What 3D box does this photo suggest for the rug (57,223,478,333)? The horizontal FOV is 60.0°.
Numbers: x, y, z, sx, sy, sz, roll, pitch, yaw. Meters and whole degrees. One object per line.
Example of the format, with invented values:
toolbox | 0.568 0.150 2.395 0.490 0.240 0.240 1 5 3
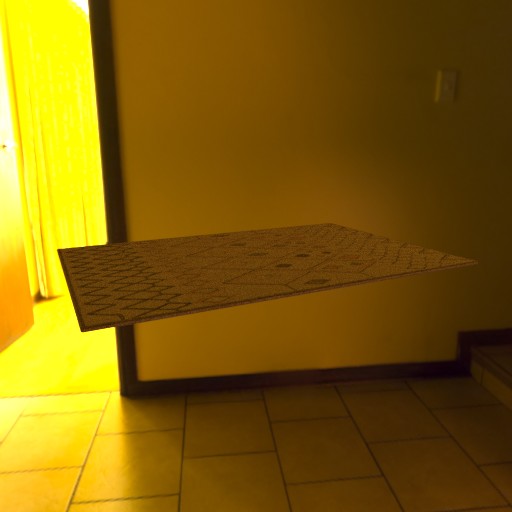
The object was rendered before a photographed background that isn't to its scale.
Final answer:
rug | 0.000 0.000 2.297 1.829 0.016 1.219 -7 16 -26
